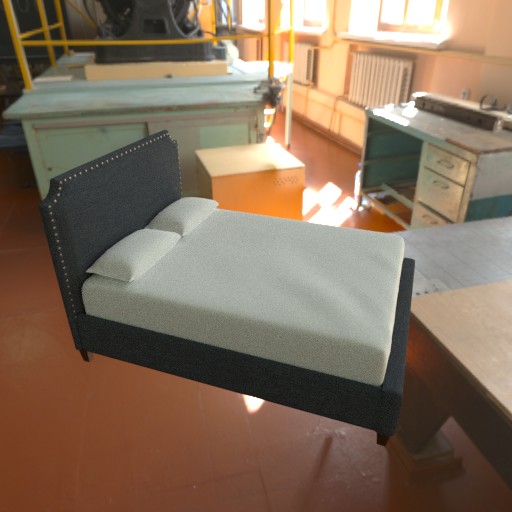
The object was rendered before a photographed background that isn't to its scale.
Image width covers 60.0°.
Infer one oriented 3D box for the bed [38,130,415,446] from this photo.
[{"bbox_3d":[0.000,0.000,3.422,2.372,1.443,1.713,10,30,17],"label":"bed"}]
